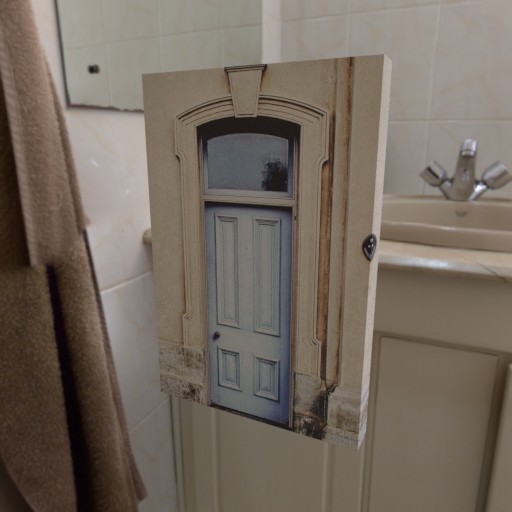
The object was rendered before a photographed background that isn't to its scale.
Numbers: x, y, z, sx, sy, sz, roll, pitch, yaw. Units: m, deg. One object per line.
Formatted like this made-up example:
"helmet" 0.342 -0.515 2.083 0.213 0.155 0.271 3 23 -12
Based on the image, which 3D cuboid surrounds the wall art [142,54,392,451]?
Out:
"wall art" 0.000 0.000 0.483 0.254 0.381 0.038 7 16 25
